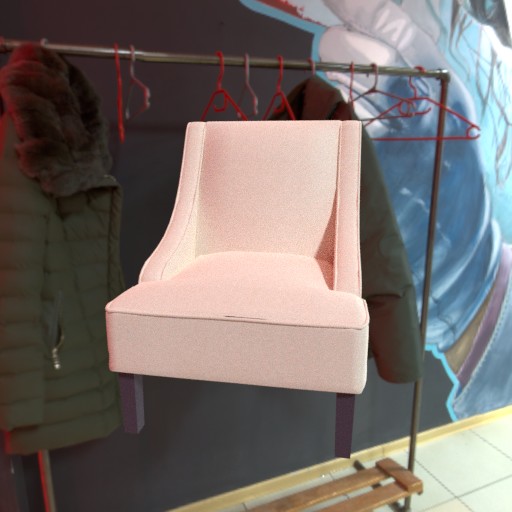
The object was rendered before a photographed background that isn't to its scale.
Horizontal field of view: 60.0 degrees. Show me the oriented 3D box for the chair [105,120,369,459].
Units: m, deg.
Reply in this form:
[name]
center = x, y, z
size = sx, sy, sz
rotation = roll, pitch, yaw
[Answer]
[chair]
center = 0.000, 0.000, 1.458
size = 0.689, 0.886, 0.806
rotation = 2, 14, 10
